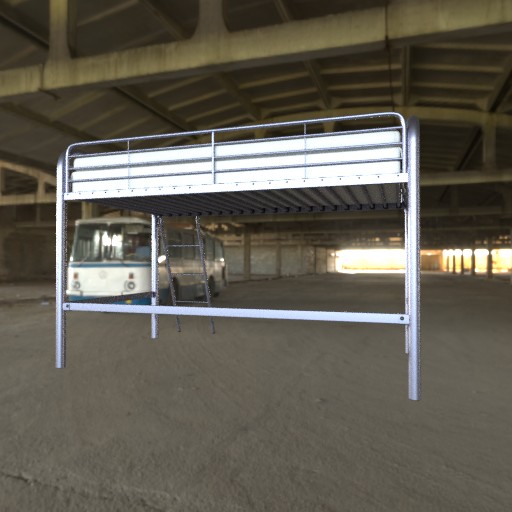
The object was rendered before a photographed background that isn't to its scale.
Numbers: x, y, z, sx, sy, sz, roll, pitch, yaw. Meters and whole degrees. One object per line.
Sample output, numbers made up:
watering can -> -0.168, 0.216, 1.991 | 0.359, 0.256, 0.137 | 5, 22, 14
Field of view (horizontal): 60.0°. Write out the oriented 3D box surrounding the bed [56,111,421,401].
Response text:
bed -> 0.000, 0.000, 2.906 | 1.965, 1.288, 1.415 | 0, -1, 18
